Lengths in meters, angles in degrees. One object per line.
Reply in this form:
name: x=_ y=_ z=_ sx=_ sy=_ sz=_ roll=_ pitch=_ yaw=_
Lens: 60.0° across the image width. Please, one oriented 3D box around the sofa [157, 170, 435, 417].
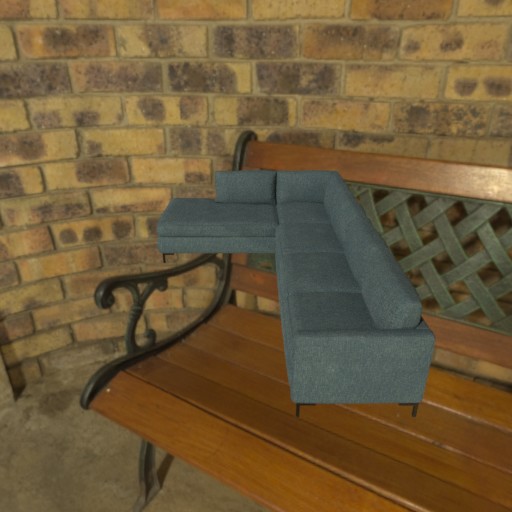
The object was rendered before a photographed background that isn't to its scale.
sofa: x=0.000 y=0.000 z=3.845 sx=2.007 sy=0.815 sz=2.949 roll=0 pitch=26 yaw=0
